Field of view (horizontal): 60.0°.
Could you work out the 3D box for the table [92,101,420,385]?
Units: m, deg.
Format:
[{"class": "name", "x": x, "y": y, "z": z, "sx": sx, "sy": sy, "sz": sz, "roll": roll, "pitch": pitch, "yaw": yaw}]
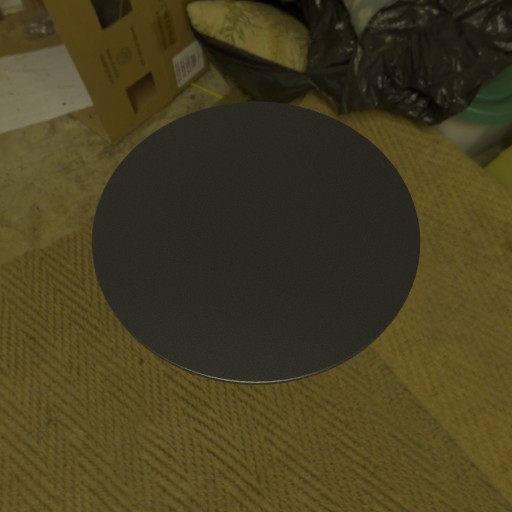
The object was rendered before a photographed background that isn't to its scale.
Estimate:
[{"class": "table", "x": 0.000, "y": 0.000, "z": 1.450, "sx": 0.914, "sy": 0.457, "sz": 0.914, "roll": 0, "pitch": 62, "yaw": 0}]
